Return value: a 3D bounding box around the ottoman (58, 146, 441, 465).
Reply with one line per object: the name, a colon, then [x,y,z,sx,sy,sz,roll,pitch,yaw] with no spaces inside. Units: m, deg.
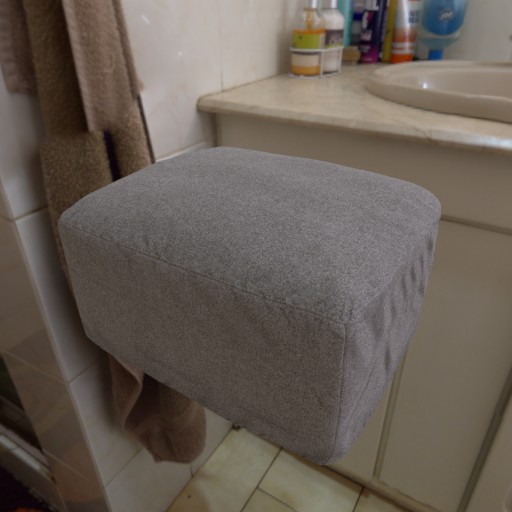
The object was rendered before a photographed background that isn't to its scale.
ottoman: [0.000,0.000,1.221,0.837,0.481,0.683,19,35,28]
